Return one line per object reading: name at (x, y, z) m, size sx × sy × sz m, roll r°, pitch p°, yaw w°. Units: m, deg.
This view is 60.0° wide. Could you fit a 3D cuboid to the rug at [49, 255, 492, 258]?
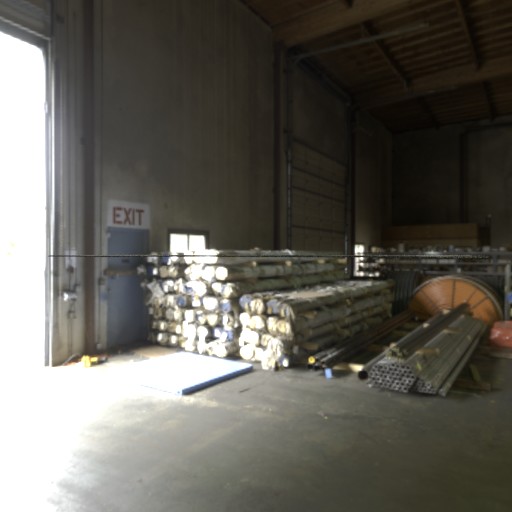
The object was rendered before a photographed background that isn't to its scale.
rug at (0.000, 0.000, 2.678) m, size 2.434 × 0.012 × 0.760 m, roll 0°, pitch 0°, yaw 18°
